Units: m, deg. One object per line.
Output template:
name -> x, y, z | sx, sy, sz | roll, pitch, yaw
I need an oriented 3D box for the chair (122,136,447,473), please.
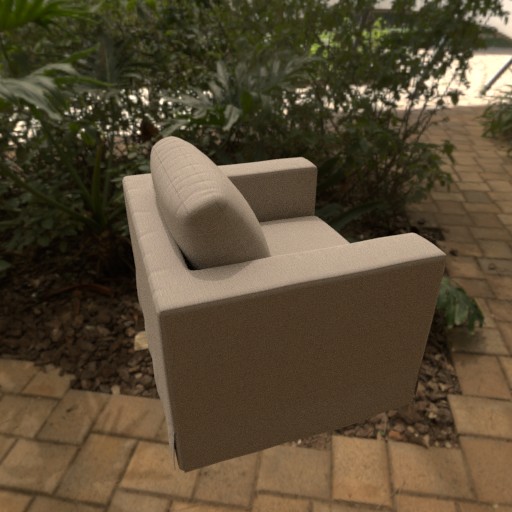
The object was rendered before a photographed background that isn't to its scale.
chair -> 0.000, 0.000, 1.837 | 0.957, 0.878, 1.150 | -10, 31, -17
